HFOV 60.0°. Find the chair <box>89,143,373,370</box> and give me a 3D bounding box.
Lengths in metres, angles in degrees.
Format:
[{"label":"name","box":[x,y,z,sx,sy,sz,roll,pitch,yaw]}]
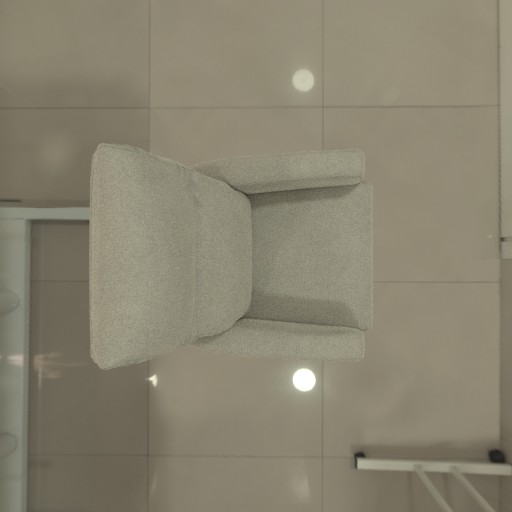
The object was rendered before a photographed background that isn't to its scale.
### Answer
[{"label":"chair","box":[0.000,0.000,1.647,0.940,1.021,0.794,0,90,1]}]
